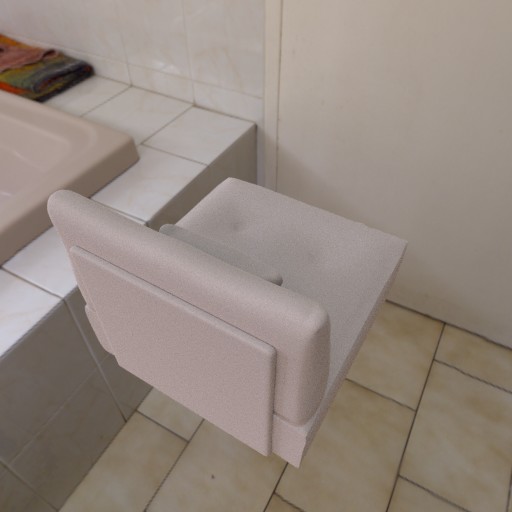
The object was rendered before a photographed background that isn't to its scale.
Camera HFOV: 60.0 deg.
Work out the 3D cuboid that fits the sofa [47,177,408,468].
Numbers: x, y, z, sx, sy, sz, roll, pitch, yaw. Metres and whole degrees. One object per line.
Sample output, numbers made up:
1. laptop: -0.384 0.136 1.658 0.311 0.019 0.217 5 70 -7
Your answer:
1. sofa: 0.000 0.000 1.694 0.935 0.828 1.000 24 50 21
